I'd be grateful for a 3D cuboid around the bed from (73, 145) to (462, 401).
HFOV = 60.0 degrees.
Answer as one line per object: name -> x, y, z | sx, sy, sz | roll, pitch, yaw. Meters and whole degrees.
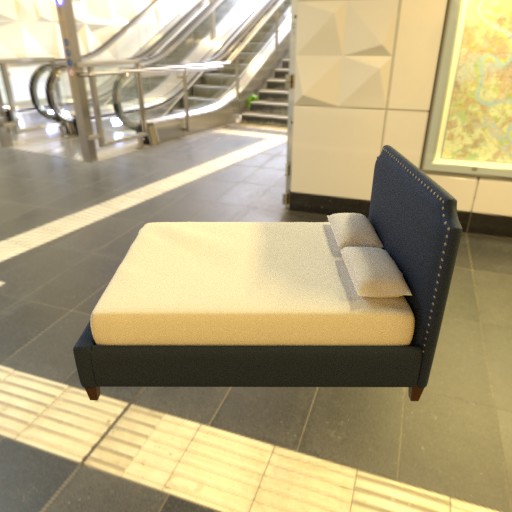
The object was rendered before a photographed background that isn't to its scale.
bed -> 0.000, 0.000, 3.488 | 2.372, 1.443, 1.712 | 0, 26, 0
